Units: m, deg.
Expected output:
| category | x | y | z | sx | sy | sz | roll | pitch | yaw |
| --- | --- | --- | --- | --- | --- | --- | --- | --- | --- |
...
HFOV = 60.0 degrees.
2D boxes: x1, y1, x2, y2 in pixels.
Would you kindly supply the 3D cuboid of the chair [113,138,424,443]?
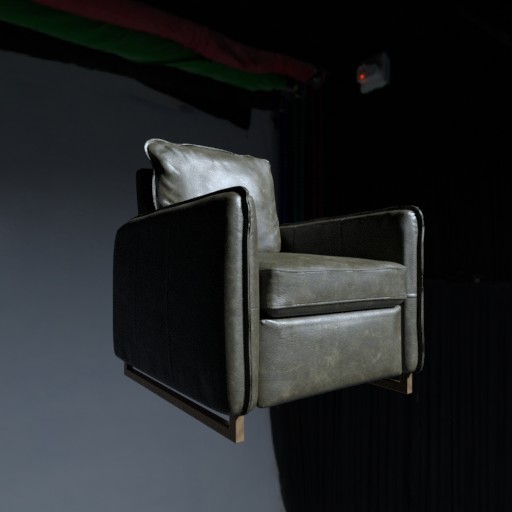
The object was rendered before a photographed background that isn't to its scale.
| category | x | y | z | sx | sy | sz | roll | pitch | yaw |
| --- | --- | --- | --- | --- | --- | --- | --- | --- | --- |
| chair | 0.000 | 0.000 | 1.619 | 0.830 | 0.921 | 0.921 | 0 | 0 | -36 |
